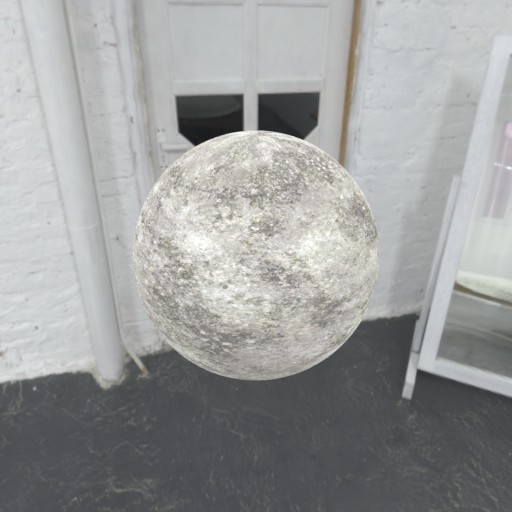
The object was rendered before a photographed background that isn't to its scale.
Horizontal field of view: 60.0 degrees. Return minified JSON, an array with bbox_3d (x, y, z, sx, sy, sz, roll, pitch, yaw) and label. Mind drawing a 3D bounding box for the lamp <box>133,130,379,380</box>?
[{"bbox_3d":[0.000,0.000,0.786,0.422,0.429,0.422,0,30,0],"label":"lamp"}]
